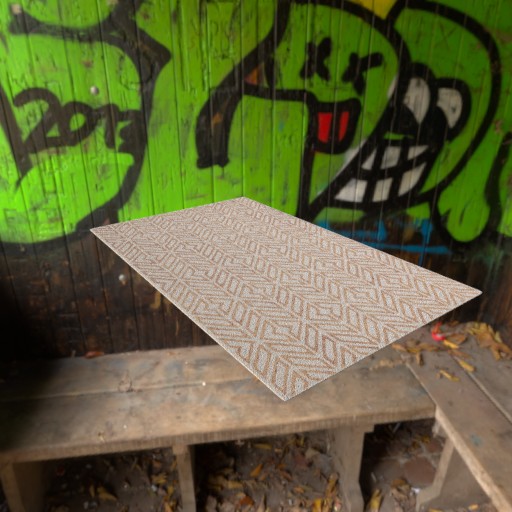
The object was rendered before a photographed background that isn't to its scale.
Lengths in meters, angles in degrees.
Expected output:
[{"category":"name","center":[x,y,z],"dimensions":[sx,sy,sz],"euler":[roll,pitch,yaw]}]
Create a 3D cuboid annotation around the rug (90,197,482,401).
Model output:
[{"category":"rug","center":[0.000,0.000,3.083],"dimensions":[1.523,0.008,2.438],"euler":[-17,29,-33]}]
